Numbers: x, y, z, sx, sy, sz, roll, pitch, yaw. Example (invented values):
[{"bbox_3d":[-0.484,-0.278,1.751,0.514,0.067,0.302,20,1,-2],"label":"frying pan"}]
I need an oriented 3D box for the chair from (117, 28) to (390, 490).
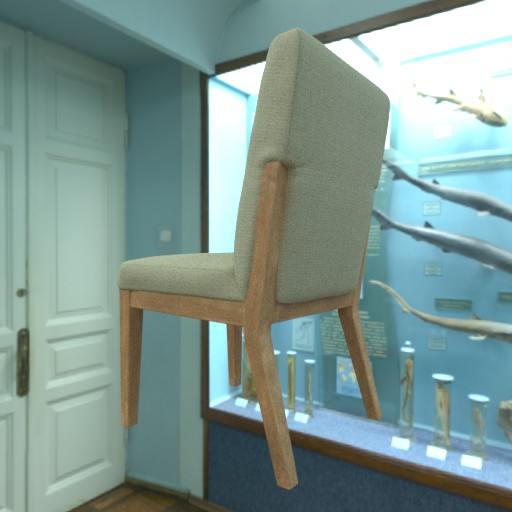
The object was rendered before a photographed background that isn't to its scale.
[{"bbox_3d":[0.000,0.000,1.212,0.586,0.911,0.507,0,1,37],"label":"chair"}]
